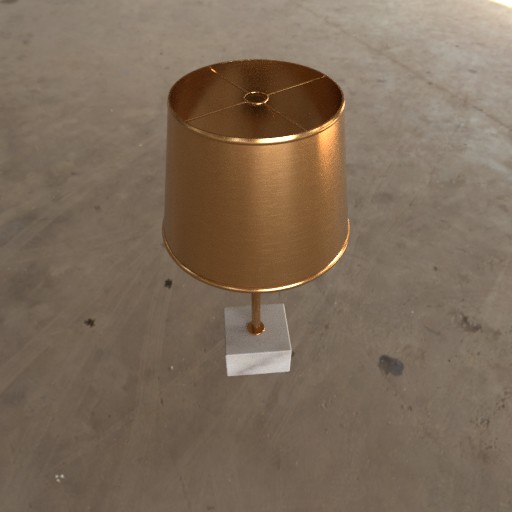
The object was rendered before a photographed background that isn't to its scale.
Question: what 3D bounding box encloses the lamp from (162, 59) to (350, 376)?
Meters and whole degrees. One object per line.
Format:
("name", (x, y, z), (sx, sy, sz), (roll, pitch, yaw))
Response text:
("lamp", (0.000, 0.000, 0.535), (0.208, 0.406, 0.208), (0, 45, 0))
